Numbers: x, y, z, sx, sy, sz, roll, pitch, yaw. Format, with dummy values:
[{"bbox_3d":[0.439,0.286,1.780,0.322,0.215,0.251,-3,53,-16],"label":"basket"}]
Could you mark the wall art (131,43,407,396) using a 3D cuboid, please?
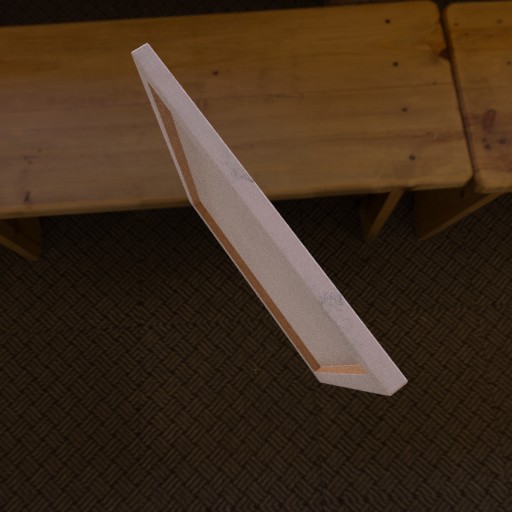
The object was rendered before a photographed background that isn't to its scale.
[{"bbox_3d":[0.000,0.000,1.131,0.038,0.762,0.762,-35,78,-8],"label":"wall art"}]
